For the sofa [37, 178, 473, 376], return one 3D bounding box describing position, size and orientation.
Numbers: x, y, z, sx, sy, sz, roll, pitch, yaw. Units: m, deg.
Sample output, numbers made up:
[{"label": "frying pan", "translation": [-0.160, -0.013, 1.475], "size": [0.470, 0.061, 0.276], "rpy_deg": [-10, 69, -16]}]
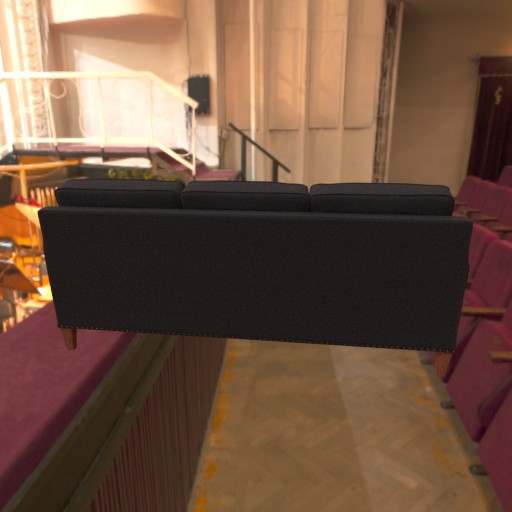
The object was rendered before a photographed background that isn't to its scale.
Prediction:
[{"label": "sofa", "translation": [0.000, 0.000, 2.759], "size": [2.246, 1.003, 1.084], "rpy_deg": [2, 16, 8]}]
